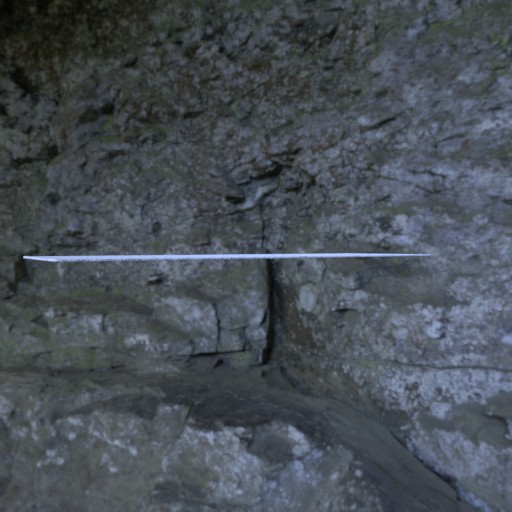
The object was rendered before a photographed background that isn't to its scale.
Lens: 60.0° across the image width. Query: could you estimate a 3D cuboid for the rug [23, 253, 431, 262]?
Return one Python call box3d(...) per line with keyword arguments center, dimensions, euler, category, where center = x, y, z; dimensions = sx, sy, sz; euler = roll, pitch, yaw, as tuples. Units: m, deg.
box3d(center=(0.000, 0.000, 2.699), dimensions=(2.436, 0.013, 0.807), euler=(-1, 1, -35), category="rug")
